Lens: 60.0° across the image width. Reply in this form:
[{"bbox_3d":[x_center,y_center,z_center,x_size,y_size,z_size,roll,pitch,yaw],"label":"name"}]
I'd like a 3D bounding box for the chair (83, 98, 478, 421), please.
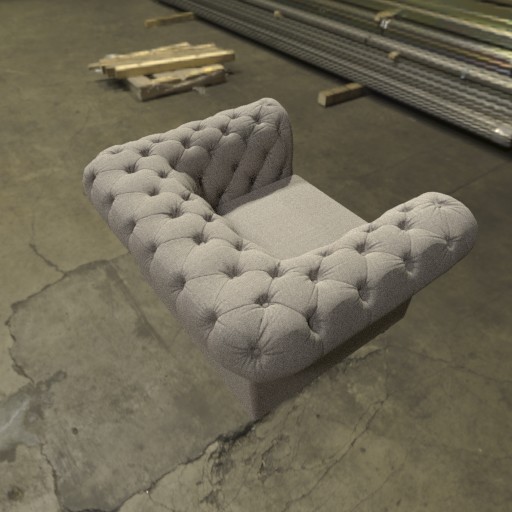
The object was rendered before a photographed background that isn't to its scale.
[{"bbox_3d":[0.000,0.000,1.844,0.976,0.770,1.270,-27,49,-26],"label":"chair"}]
